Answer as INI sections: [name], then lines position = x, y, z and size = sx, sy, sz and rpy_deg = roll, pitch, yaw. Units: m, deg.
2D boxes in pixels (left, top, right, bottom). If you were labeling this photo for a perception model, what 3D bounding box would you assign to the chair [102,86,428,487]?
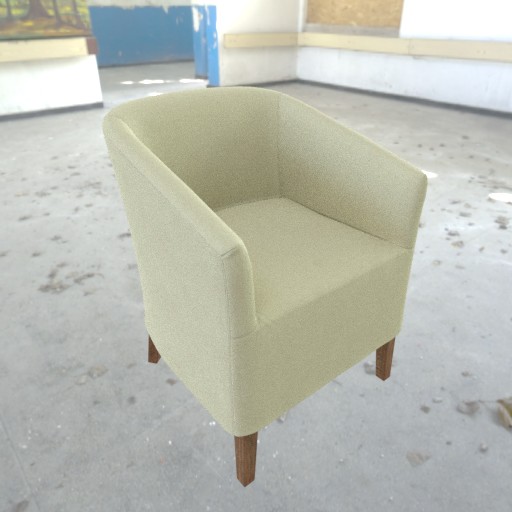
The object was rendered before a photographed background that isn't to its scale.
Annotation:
[chair]
position = 0.000, 0.000, 1.261
size = 0.643, 0.822, 0.657
rpy_deg = -22, 36, -34
